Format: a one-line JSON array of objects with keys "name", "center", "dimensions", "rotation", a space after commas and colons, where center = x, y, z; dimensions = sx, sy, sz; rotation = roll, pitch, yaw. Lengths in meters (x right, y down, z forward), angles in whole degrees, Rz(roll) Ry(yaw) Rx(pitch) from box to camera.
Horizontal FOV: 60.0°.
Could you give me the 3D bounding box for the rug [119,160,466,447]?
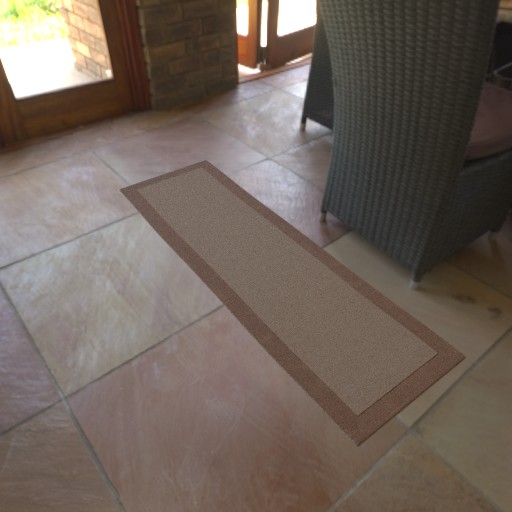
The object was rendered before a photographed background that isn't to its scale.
[{"name": "rug", "center": [0.000, 0.000, 2.728], "dimensions": [0.767, 0.012, 2.430], "rotation": [-26, 47, -27]}]
